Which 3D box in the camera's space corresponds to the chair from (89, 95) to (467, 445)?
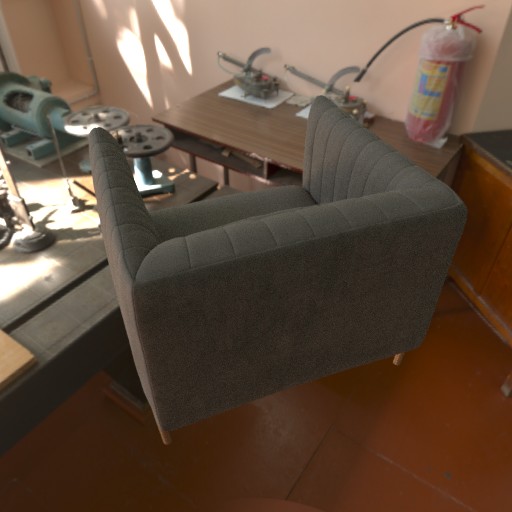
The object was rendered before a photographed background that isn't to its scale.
[{"bbox_3d":[0.000,0.000,1.586,0.981,0.779,0.873,-14,42,-16],"label":"chair"}]
